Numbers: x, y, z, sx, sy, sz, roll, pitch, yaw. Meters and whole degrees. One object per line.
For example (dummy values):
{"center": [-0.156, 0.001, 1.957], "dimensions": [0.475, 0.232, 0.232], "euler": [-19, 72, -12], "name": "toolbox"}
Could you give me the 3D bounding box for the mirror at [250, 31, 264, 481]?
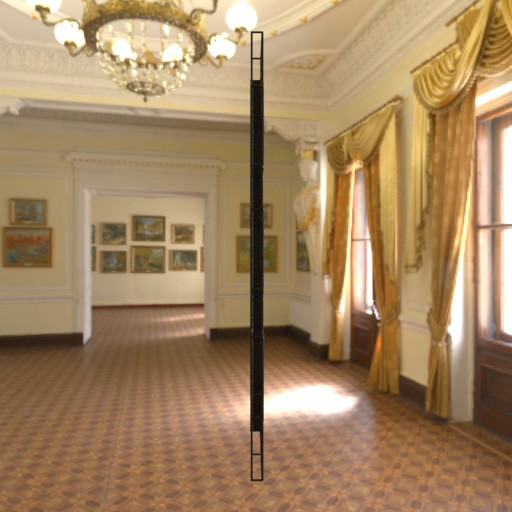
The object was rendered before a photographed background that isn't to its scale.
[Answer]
{"center": [0.000, 0.000, 1.412], "dimensions": [0.037, 1.192, 0.565], "euler": [0, 0, -1], "name": "mirror"}
